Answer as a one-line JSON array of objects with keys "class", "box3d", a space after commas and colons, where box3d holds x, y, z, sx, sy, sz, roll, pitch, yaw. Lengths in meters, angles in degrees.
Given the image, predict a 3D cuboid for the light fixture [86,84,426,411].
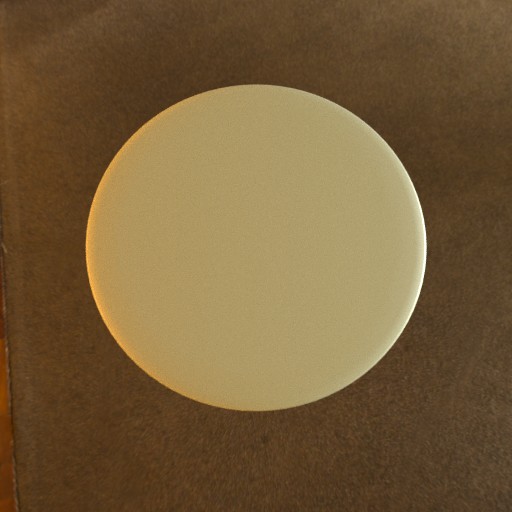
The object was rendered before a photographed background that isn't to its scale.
[{"class": "light fixture", "box3d": [0.000, 0.000, 0.621, 0.393, 0.229, 0.393, 0, 76, 0]}]
